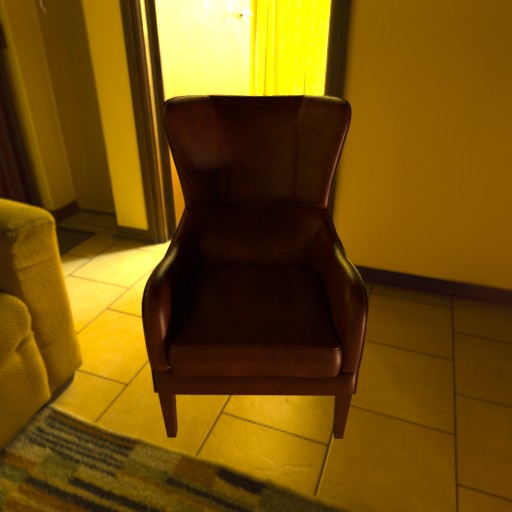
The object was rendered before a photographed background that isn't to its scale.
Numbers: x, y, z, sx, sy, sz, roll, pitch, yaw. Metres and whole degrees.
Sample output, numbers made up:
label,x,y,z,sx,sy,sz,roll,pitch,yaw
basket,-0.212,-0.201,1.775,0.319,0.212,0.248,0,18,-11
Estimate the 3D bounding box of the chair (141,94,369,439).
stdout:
label,x,y,z,sx,sy,sz,roll,pitch,yaw
chair,0.000,0.000,1.667,0.692,1.048,0.914,0,29,0
